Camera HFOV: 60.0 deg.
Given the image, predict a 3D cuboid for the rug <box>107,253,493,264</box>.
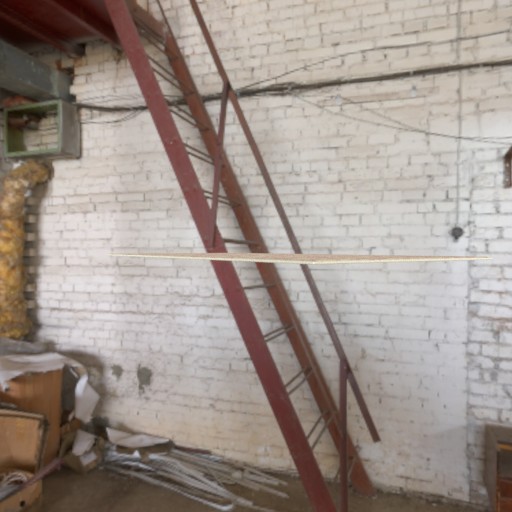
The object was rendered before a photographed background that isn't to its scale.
[{"bbox_3d":[0.000,0.000,1.443,0.604,0.007,1.219,-1,1,-35],"label":"rug"}]
